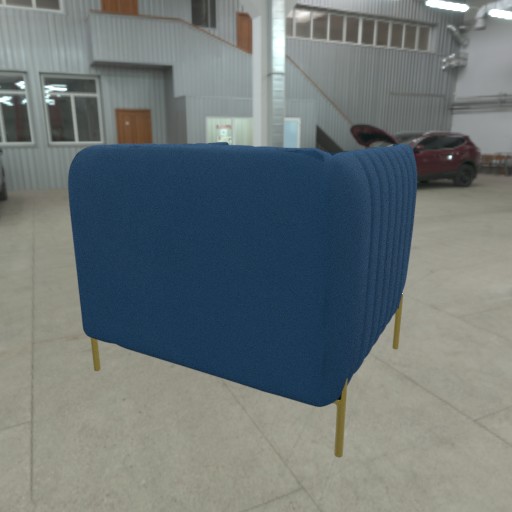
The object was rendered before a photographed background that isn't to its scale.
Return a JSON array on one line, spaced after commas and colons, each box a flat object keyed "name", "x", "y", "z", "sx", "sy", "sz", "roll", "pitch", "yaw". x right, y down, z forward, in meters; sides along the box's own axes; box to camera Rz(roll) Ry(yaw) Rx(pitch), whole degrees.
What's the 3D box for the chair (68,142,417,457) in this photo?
[{"name": "chair", "x": 0.000, "y": 0.000, "z": 1.583, "sx": 0.947, "sy": 0.793, "sz": 0.877, "roll": 8, "pitch": 18, "yaw": 28}]
